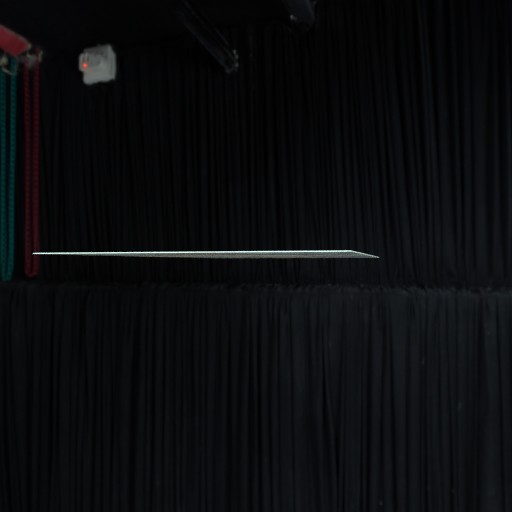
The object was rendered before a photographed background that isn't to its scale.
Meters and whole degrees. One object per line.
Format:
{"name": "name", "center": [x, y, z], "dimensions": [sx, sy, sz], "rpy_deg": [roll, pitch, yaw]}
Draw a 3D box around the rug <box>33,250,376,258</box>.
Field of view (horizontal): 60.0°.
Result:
{"name": "rug", "center": [0.000, 0.000, 3.031], "dimensions": [1.566, 0.004, 2.363], "rpy_deg": [0, -1, 19]}
